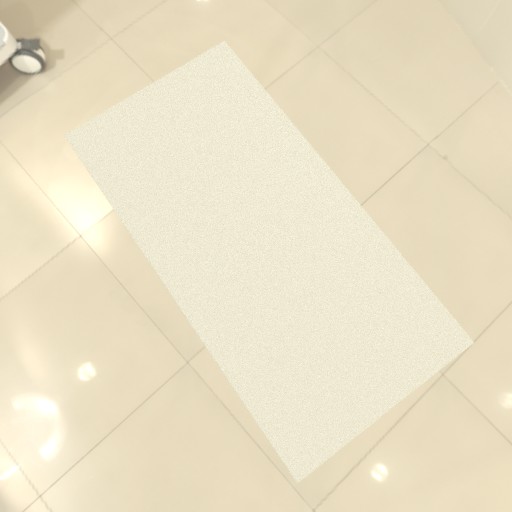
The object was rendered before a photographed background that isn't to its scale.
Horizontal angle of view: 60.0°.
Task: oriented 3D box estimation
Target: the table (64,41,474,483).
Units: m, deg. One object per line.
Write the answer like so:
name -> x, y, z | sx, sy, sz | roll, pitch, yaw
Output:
table -> 0.000, 0.000, 1.282 | 0.500, 0.441, 1.000 | -34, 78, -9
